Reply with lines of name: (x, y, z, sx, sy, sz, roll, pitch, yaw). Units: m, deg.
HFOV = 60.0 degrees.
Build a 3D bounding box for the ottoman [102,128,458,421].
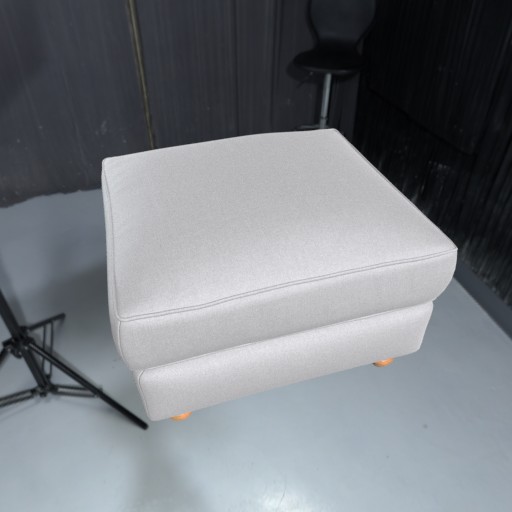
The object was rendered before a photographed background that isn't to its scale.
ottoman: (0.000, 0.000, 1.177, 0.721, 0.505, 0.662, -11, 41, -13)
